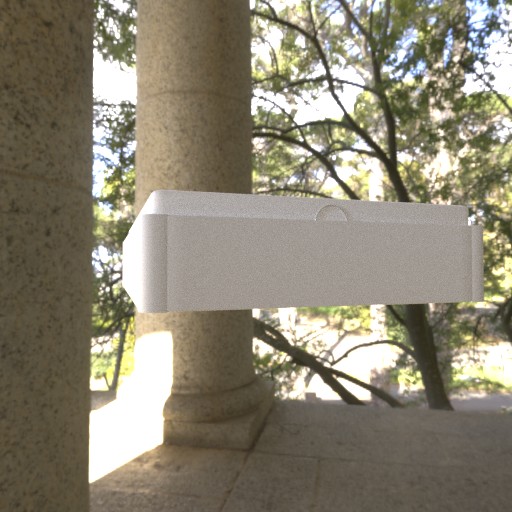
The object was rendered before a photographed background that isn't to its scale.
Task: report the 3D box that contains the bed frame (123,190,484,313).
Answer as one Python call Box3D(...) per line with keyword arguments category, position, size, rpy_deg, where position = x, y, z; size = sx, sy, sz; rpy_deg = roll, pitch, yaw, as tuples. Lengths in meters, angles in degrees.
Box3D(category="bed frame", position=(0.000, 0.000, 2.518), size=(1.400, 0.406, 1.900), rpy_deg=(0, -1, -18))
